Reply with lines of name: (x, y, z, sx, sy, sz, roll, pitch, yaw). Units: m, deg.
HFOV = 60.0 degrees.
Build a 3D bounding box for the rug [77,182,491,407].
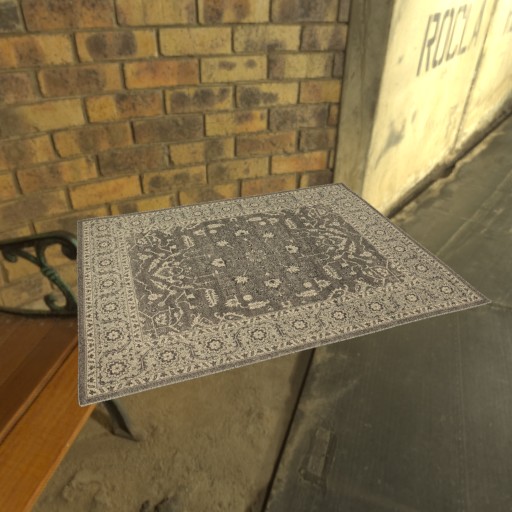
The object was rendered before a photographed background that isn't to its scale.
rug: (0.000, 0.000, 4.013, 3.069, 0.026, 2.451, -11, 34, -16)
